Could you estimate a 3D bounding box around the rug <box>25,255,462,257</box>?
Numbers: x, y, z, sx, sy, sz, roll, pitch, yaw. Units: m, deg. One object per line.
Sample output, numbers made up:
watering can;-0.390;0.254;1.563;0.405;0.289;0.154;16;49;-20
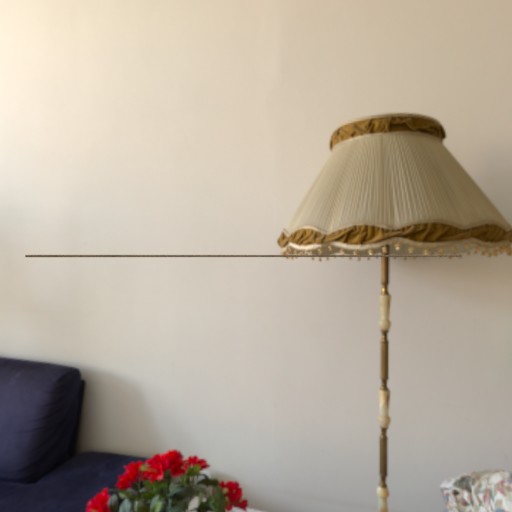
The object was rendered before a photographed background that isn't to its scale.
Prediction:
rug;0.000;0.000;2.732;2.435;0.011;0.750;0;0;-17
